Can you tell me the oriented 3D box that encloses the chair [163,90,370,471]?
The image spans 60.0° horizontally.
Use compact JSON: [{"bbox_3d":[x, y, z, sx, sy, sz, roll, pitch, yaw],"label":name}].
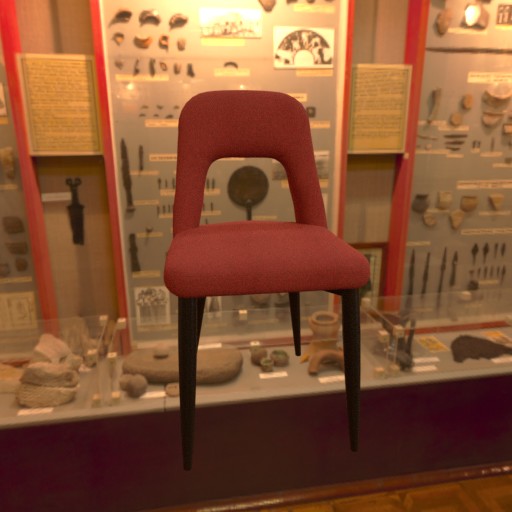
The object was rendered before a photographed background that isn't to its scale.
[{"bbox_3d":[0.000,0.000,1.220,0.483,0.892,0.569,-2,17,-8],"label":"chair"}]
